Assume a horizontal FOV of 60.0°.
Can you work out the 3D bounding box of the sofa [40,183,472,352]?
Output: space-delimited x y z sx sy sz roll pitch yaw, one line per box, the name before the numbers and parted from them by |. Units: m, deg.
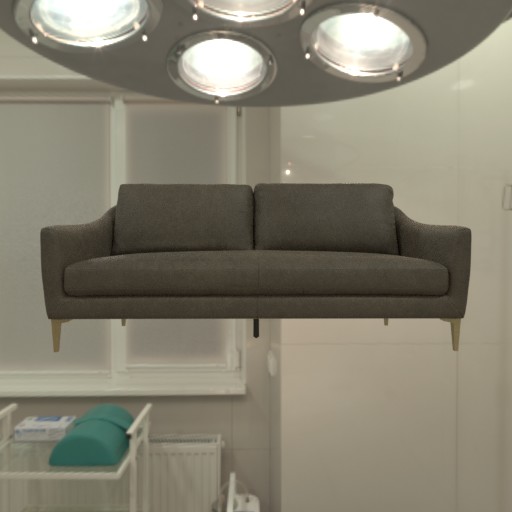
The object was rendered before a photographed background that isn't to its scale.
sofa | 0.000 0.000 2.537 2.036 0.902 0.960 0 1 -1
